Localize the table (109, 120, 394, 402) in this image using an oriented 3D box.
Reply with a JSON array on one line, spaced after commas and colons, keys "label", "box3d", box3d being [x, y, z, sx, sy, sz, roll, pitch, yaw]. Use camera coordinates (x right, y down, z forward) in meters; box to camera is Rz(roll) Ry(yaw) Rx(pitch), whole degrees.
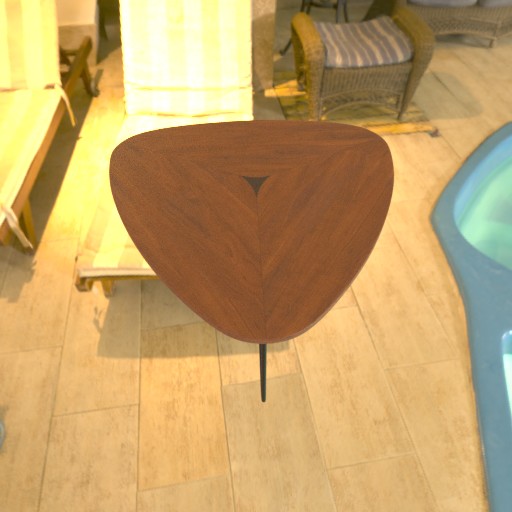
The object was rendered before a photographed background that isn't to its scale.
[{"label": "table", "box3d": [0.000, 0.000, 1.318, 0.833, 0.413, 0.821, -2, 48, -2]}]
